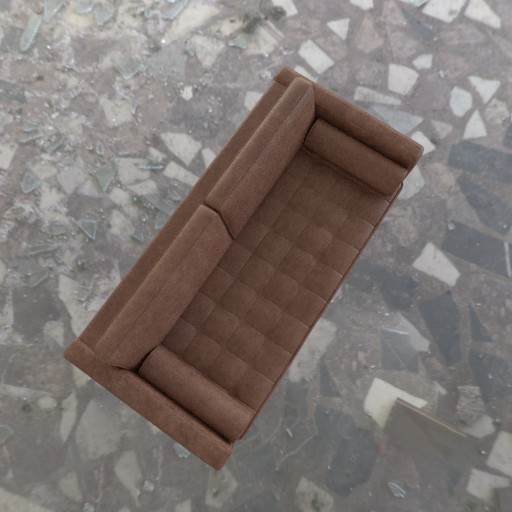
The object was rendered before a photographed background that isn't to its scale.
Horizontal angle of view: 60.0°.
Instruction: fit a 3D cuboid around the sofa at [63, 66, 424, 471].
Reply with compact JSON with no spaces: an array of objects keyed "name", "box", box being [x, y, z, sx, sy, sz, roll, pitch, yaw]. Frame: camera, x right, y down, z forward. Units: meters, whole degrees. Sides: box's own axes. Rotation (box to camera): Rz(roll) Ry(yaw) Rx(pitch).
[{"name":"sofa","box":[0.000,0.000,2.322,0.910,0.760,1.870,33,78,8]}]
